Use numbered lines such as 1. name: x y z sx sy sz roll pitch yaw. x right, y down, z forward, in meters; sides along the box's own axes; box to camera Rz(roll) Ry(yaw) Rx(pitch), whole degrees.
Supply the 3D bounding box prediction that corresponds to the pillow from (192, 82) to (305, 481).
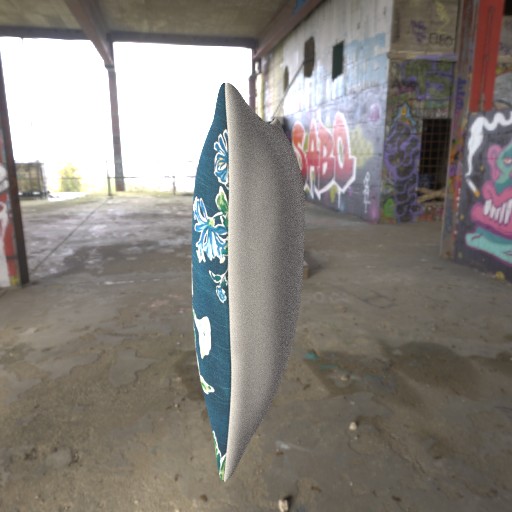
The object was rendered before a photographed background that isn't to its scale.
1. pillow: 0.000 0.000 0.789 0.166 0.508 0.525 2 13 8
